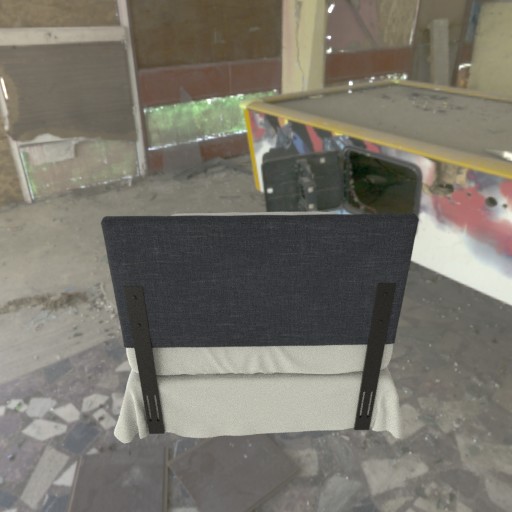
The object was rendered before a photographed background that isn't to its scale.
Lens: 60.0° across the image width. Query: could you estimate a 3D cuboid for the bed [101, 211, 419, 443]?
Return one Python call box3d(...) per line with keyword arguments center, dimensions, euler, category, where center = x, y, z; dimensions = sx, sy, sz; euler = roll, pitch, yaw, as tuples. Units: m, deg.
box3d(center=(0.000, 0.000, 3.511), dimensions=(1.936, 1.577, 2.222), euler=(-1, 29, -1), category="bed")
